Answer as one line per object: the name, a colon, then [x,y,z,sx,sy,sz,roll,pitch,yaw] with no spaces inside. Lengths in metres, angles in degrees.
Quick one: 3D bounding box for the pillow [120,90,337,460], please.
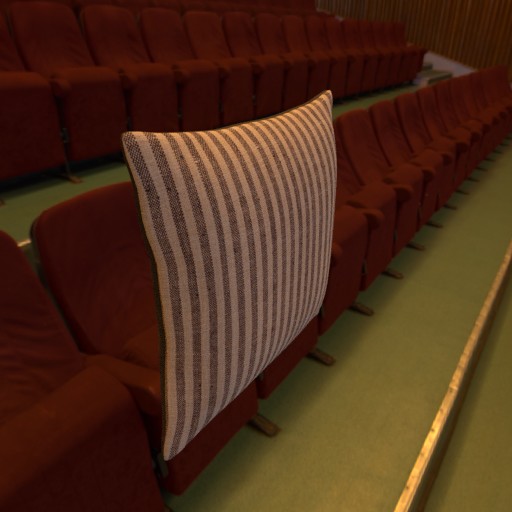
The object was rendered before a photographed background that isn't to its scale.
pillow: [0.000,0.000,0.780,0.166,0.506,0.523,17,31,30]
